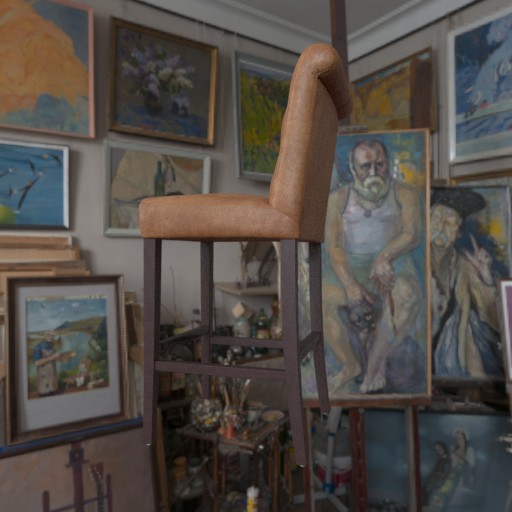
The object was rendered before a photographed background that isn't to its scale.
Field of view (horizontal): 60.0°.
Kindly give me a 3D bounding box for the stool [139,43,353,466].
[{"bbox_3d":[0.000,0.000,1.464,0.601,1.140,0.493,0,0,18],"label":"stool"}]
